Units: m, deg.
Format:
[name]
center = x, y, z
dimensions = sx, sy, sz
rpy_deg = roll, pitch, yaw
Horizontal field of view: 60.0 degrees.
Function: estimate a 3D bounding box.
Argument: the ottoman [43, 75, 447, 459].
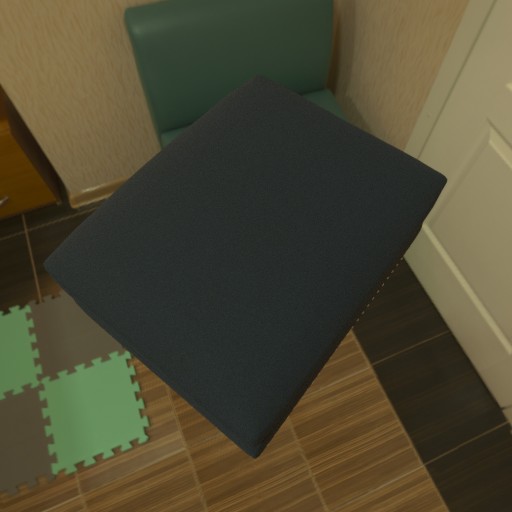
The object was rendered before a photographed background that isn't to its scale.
[ottoman]
center = 0.000, 0.000, 1.125
dimensions = 0.584, 0.513, 0.741
rpy_deg = 35, 68, 17
